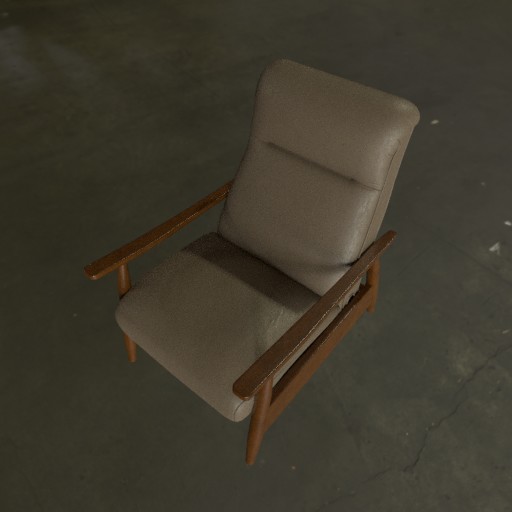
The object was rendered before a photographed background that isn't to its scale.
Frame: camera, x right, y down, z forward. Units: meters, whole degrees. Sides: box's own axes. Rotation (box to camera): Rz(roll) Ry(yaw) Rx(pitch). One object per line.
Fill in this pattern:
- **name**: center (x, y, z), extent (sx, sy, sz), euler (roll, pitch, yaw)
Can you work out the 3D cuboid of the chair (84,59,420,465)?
- **chair**: center (0.000, 0.000, 1.725), extent (0.762, 1.082, 1.014), euler (31, 54, 26)
